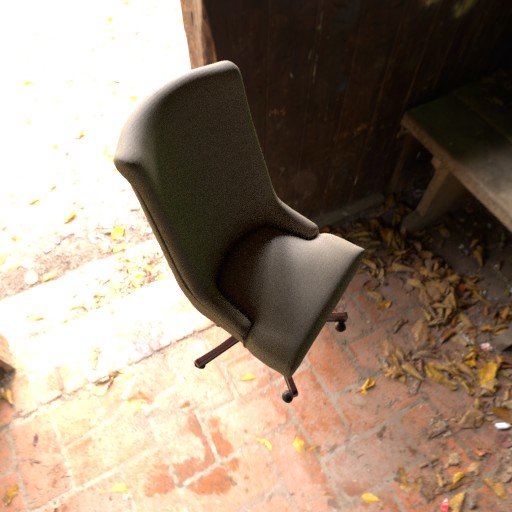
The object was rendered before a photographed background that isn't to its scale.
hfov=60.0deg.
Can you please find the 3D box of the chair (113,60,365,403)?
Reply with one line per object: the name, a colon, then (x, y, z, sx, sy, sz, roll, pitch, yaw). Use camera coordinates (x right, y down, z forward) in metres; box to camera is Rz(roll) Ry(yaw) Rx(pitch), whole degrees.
chair: (0.000, 0.000, 1.470, 0.696, 1.010, 0.645, 29, 63, 17)
